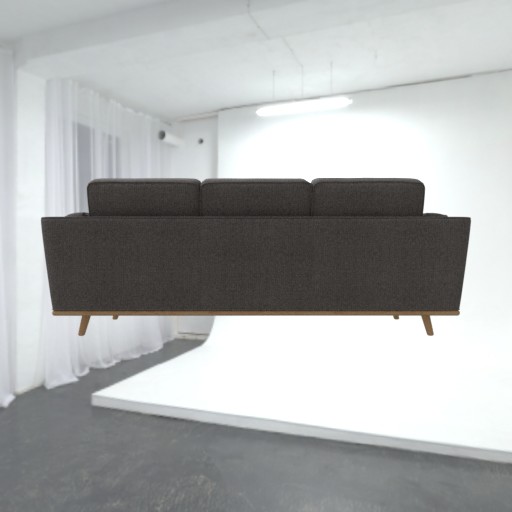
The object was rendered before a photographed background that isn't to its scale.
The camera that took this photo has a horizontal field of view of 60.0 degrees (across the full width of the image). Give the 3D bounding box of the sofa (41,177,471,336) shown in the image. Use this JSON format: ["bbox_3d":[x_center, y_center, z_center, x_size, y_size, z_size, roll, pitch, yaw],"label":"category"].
[{"bbox_3d":[0.000,0.000,2.817,2.362,0.899,0.903,0,1,0],"label":"sofa"}]
